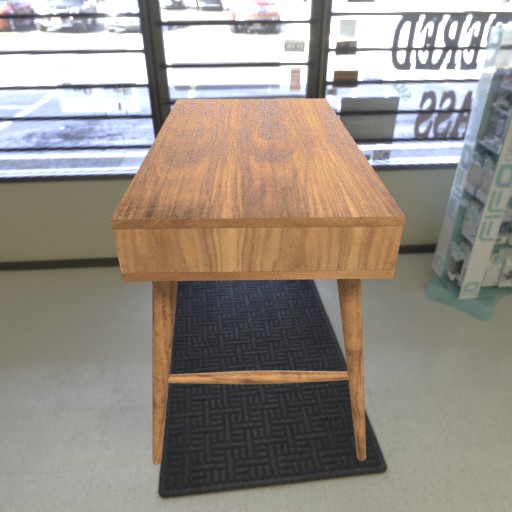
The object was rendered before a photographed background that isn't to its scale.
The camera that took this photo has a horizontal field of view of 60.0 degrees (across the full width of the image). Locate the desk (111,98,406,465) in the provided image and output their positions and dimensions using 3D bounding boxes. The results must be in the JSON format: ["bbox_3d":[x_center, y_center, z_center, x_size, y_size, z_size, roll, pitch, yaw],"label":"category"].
[{"bbox_3d":[0.000,0.000,1.415,0.588,0.758,0.949,-1,32,-1],"label":"desk"}]
